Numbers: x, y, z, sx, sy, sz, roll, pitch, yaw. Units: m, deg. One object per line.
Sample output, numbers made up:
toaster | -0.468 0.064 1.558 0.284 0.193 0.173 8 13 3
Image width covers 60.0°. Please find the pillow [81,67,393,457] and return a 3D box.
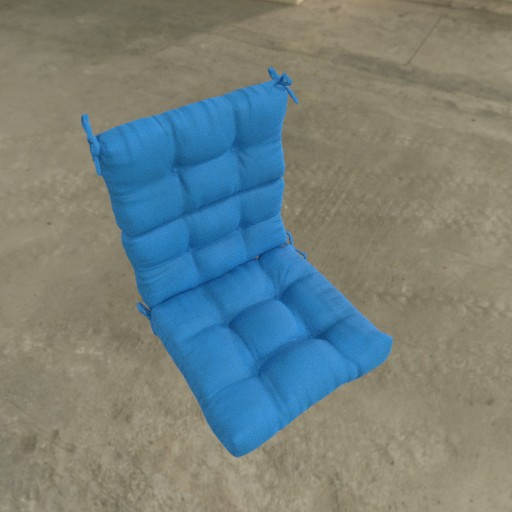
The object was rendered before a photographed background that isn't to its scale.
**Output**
pillow | 0.000 0.000 1.019 0.519 0.605 0.571 -25 51 -22
